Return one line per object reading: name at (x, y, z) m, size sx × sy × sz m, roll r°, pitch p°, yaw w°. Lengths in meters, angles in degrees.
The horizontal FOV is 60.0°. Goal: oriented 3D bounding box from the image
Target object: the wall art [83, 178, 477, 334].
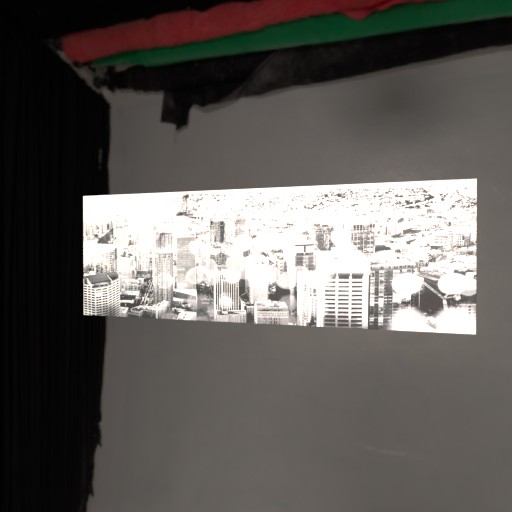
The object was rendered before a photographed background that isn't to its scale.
wall art at (0.000, 0.000, 0.852) m, size 0.763 × 0.255 × 0.038 m, roll 0°, pitch 1°, yaw 17°
